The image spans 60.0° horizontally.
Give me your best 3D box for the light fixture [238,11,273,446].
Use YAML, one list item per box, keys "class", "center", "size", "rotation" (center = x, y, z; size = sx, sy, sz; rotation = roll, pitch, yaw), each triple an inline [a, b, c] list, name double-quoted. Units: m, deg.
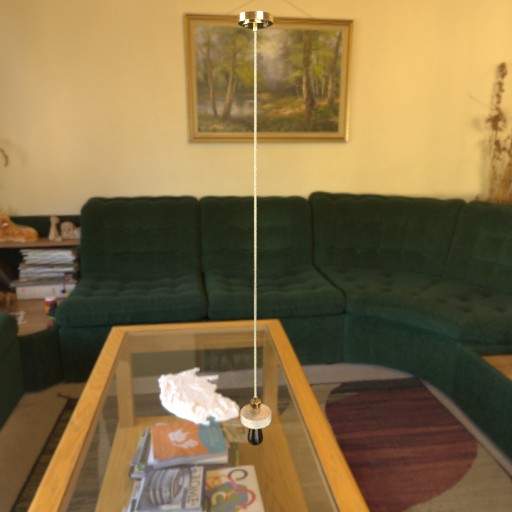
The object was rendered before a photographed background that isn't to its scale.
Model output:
- class: "light fixture"
  center: [0.000, 0.000, 1.700]
  size: [0.129, 1.669, 0.129]
  rotation: [-6, 15, -24]
